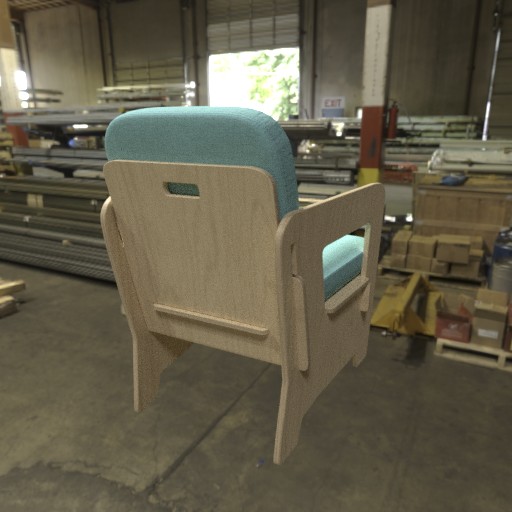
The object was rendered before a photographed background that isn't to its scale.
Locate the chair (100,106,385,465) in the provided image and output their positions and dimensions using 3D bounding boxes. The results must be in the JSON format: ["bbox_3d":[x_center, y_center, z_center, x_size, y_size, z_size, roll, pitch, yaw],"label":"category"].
[{"bbox_3d":[0.000,0.000,1.274,0.590,0.800,0.710,9,19,26],"label":"chair"}]
